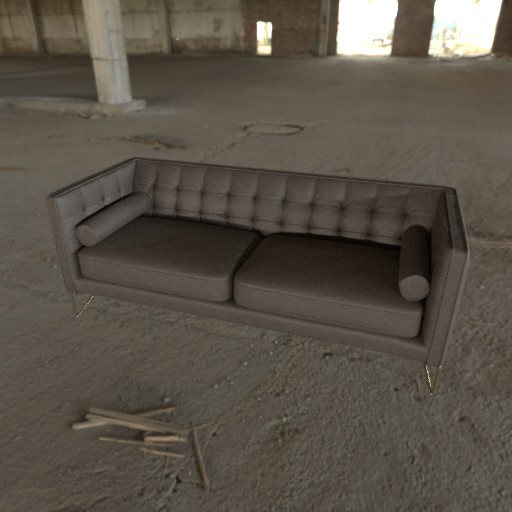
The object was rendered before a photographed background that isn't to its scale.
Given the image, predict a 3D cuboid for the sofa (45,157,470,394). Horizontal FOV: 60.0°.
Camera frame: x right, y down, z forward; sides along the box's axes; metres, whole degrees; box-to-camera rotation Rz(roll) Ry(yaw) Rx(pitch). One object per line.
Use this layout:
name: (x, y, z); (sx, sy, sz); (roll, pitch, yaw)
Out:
sofa: (0.000, 0.000, 2.545); (2.087, 0.789, 0.867); (9, 28, 17)
